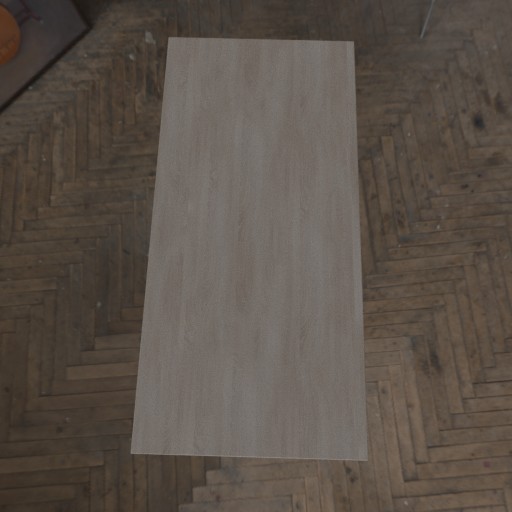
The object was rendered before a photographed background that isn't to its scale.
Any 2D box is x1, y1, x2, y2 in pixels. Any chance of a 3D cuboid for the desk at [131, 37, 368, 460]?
[{"bbox_3d":[0.000,0.000,1.648,0.600,0.770,1.251,2,75,0],"label":"desk"}]
